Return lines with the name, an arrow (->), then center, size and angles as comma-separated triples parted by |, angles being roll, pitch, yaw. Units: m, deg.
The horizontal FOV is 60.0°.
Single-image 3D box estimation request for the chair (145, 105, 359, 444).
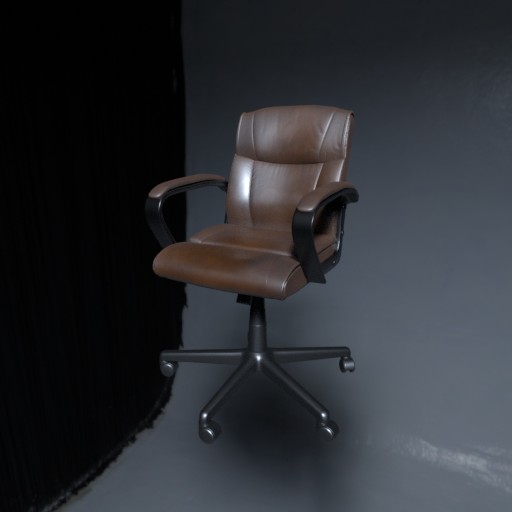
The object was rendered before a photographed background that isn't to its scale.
chair -> 0.000, 0.000, 1.516 | 0.739, 1.004, 0.717 | 9, 18, 28
